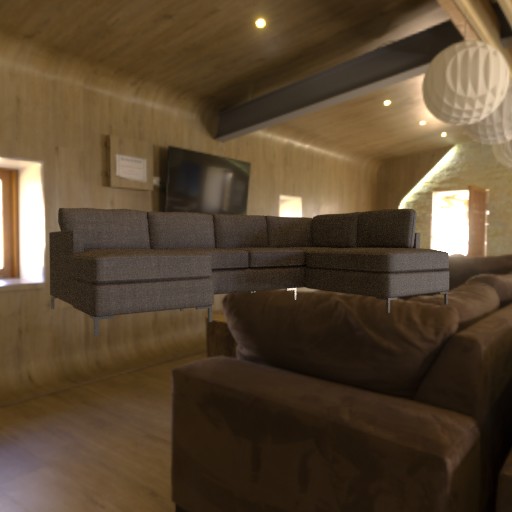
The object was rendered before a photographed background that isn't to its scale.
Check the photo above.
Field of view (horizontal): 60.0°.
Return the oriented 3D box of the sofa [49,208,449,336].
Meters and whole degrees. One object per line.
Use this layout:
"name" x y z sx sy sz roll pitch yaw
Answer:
"sofa" 0.000 0.000 4.339 3.423 0.999 2.048 -1 2 -36
